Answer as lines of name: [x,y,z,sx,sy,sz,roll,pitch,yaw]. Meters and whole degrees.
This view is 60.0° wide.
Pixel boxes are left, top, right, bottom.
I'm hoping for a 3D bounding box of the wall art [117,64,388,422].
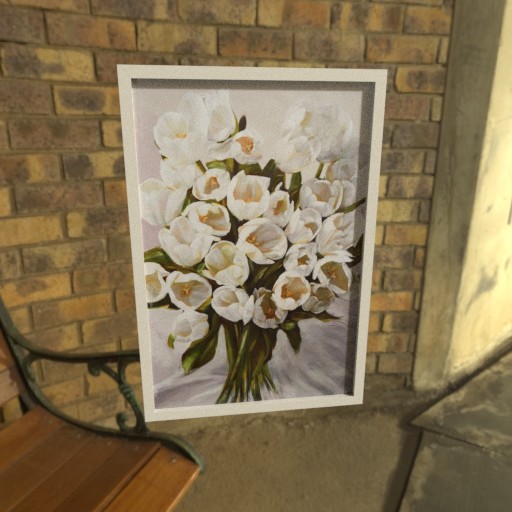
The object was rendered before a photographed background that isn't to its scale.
wall art: [0.000,0.000,0.838,0.450,0.657,0.038,-2,16,-7]
